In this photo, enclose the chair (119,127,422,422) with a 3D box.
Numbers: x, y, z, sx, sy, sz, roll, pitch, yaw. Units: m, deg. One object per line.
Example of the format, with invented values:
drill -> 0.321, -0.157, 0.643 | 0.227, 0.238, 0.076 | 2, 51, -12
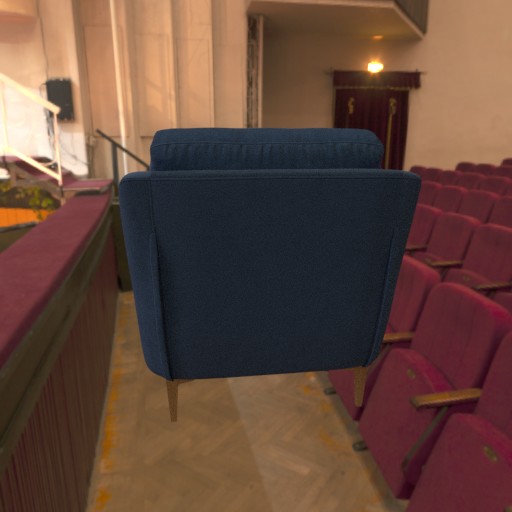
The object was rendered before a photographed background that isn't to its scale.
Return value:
chair -> 0.000, 0.000, 1.632 | 0.987, 0.899, 0.961 | -2, 15, -8
